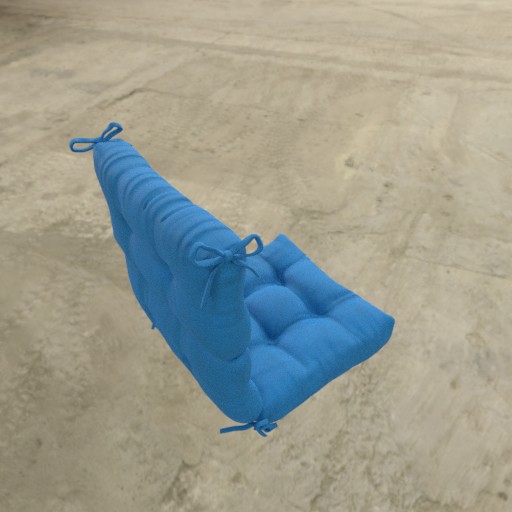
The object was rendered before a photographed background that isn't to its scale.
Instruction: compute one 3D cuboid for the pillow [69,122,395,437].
[{"bbox_3d":[0.000,0.000,1.030,0.571,0.605,0.519,-25,46,-28],"label":"pillow"}]
